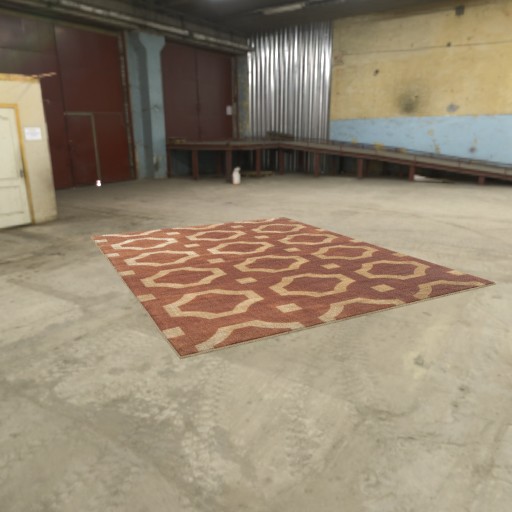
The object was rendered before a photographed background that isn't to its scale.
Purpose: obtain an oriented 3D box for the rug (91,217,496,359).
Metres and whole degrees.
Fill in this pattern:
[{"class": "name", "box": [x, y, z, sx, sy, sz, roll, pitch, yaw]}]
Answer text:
[{"class": "rug", "box": [0.000, 0.000, 4.064, 2.466, 0.021, 3.049, -8, 17, -27]}]
